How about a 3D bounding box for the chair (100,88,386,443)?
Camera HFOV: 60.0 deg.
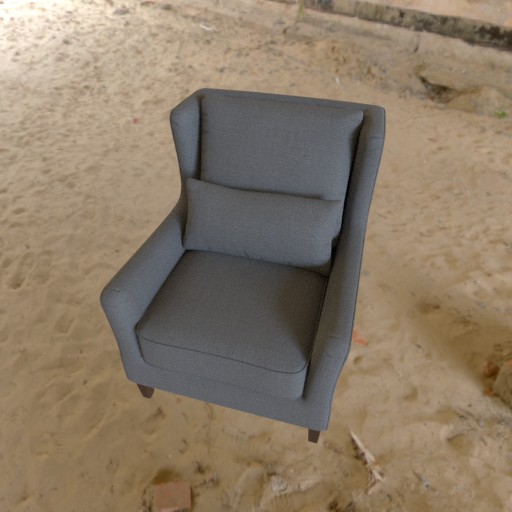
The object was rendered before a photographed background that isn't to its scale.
[{"bbox_3d":[0.000,0.000,1.846,0.866,1.056,1.040,10,41,12],"label":"chair"}]
